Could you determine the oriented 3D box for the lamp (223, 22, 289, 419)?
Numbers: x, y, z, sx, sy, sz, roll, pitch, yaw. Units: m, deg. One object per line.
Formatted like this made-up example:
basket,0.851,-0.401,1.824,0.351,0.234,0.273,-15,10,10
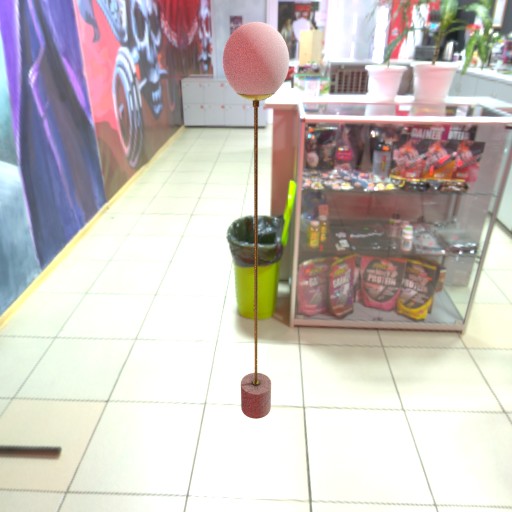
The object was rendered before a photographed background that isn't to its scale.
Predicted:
lamp,0.000,0.000,1.871,0.229,1.748,0.229,18,32,31
